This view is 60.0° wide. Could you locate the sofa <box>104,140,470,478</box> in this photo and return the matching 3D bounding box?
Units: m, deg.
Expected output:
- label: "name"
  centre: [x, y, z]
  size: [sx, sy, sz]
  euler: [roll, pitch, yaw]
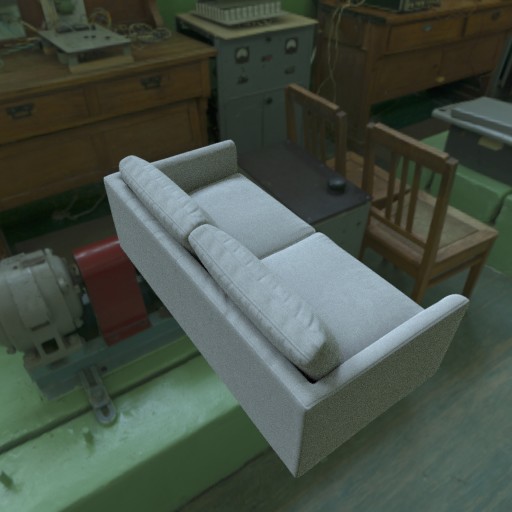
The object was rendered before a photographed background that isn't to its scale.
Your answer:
- label: "sofa"
  centre: [0.000, 0.000, 2.825]
  size: [1.090, 0.838, 2.588]
  euler: [-25, 46, -26]
